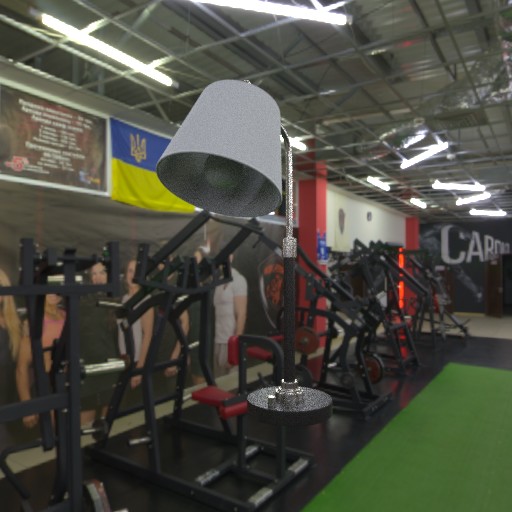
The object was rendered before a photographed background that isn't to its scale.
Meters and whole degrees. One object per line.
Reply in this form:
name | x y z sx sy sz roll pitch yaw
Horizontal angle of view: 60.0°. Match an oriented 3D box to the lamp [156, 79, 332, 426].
lamp | 0.000 0.000 0.697 0.181 0.539 0.348 -1 -1 36
